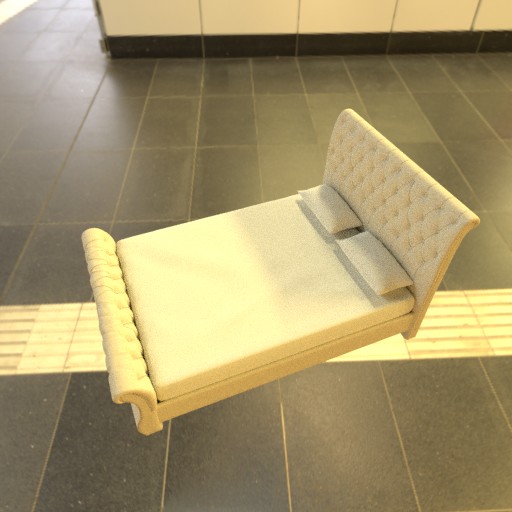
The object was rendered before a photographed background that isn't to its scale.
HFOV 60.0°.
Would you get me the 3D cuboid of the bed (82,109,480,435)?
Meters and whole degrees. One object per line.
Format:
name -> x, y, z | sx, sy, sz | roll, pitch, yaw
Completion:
bed -> 0.000, 0.000, 3.476 | 2.493, 1.268, 1.606 | -16, 47, -15
